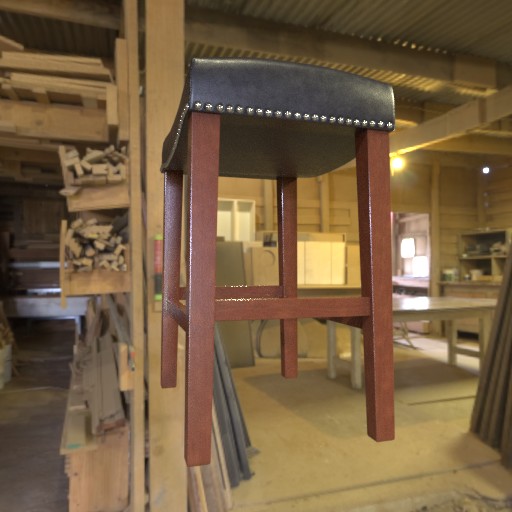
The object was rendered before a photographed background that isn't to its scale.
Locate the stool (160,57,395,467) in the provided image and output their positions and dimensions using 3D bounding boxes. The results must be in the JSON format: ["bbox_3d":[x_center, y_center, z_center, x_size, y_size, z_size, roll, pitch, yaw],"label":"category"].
[{"bbox_3d":[0.000,0.000,0.958,0.372,0.654,0.504,0,-1,-17],"label":"stool"}]
